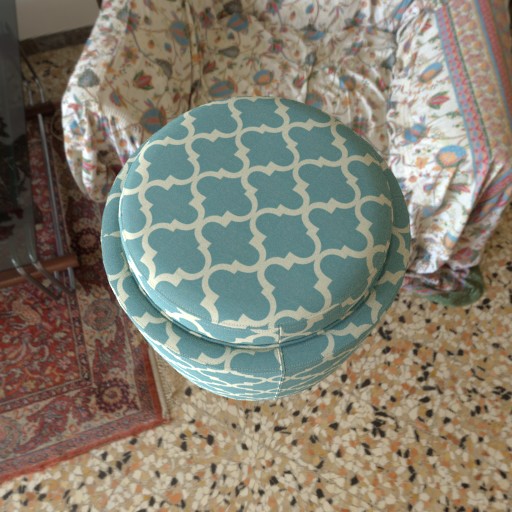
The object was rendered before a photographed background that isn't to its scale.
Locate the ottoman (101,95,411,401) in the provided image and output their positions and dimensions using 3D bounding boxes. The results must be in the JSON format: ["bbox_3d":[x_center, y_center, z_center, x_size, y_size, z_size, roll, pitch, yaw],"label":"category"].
[{"bbox_3d":[0.000,0.000,0.808,0.480,0.429,0.480,0,65,0],"label":"ottoman"}]
